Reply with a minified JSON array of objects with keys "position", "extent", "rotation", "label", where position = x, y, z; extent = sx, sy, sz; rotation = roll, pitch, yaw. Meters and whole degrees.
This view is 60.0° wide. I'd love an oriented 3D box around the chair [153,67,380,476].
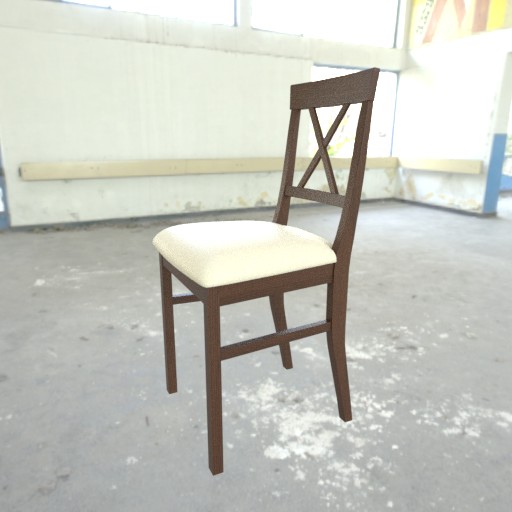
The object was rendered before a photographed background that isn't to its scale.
[{"position":[0.000,0.000,1.178],"extent":[0.480,0.913,0.440],"rotation":[-7,16,-25],"label":"chair"}]
